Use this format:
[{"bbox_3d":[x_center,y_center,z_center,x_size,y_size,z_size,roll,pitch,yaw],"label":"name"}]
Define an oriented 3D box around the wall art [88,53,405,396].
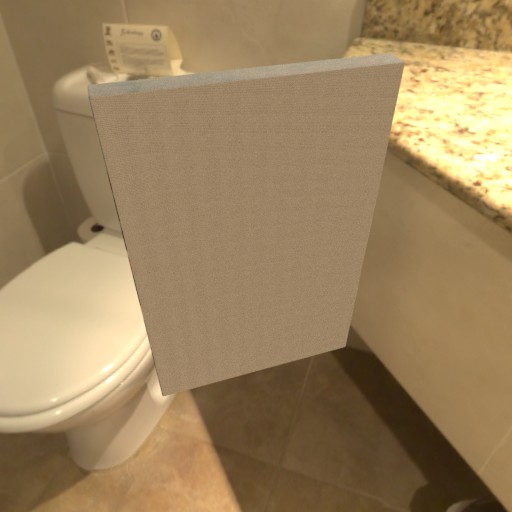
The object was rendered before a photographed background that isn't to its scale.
[{"bbox_3d":[0.000,0.000,1.130,0.609,0.911,0.061,-12,42,-13],"label":"wall art"}]
